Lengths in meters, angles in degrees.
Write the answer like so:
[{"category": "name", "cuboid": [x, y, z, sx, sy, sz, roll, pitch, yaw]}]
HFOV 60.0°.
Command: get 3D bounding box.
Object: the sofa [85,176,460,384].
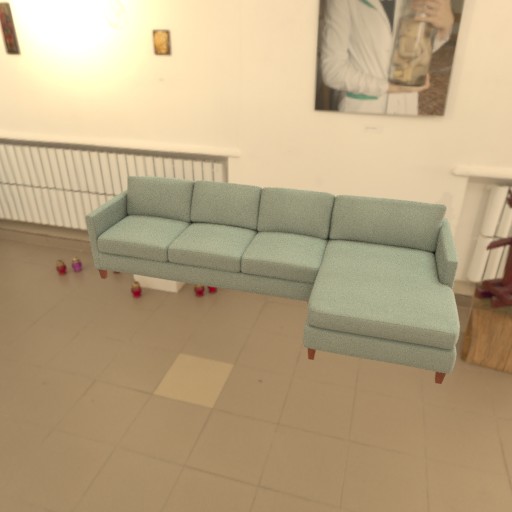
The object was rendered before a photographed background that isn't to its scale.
[{"category": "sofa", "cuboid": [0.000, 0.000, 4.154, 3.471, 0.950, 1.604, 8, 29, 14]}]
